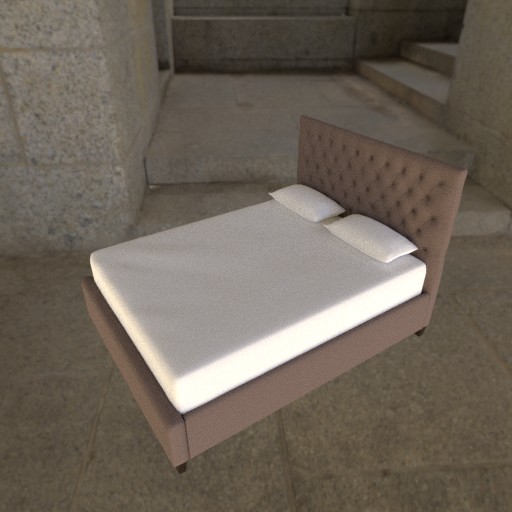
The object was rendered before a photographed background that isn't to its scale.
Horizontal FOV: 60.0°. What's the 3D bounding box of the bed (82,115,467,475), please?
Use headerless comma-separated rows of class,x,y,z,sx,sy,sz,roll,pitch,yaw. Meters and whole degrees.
bed,0.000,0.000,3.300,2.233,1.426,1.696,-19,37,-28
